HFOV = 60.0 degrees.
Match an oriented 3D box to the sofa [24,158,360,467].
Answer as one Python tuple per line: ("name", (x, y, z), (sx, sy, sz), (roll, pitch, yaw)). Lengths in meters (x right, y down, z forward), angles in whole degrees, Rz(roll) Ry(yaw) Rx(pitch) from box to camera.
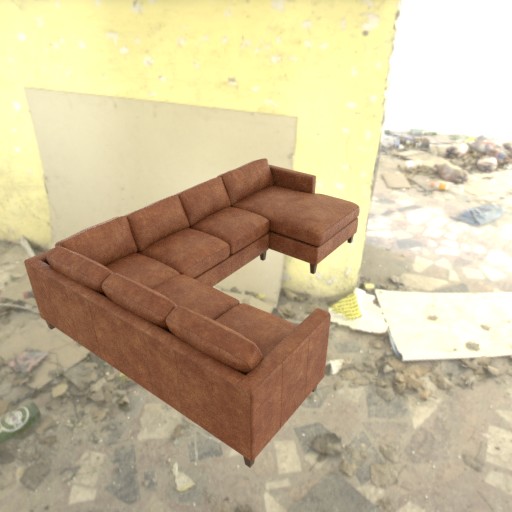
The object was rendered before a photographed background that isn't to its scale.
("sofa", (0.000, 0.000, 4.412), (2.452, 0.888, 3.324), (21, 36, 31))
